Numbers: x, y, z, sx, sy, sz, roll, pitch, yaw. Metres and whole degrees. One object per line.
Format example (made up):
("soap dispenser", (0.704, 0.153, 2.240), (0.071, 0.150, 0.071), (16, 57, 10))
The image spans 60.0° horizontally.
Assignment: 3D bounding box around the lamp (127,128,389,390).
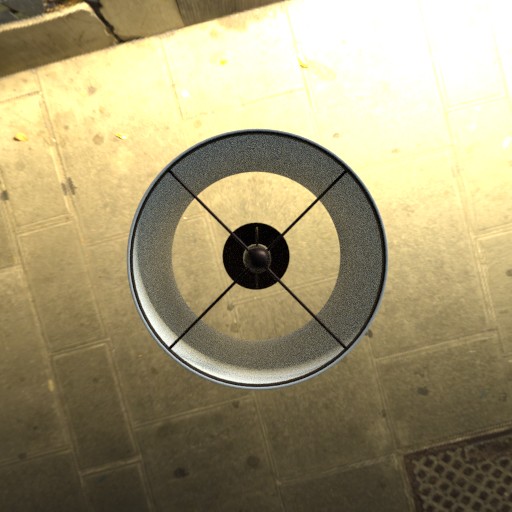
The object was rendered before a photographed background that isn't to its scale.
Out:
("lamp", (0.000, 0.000, 0.809), (0.301, 0.630, 0.301), (0, 91, 0))
